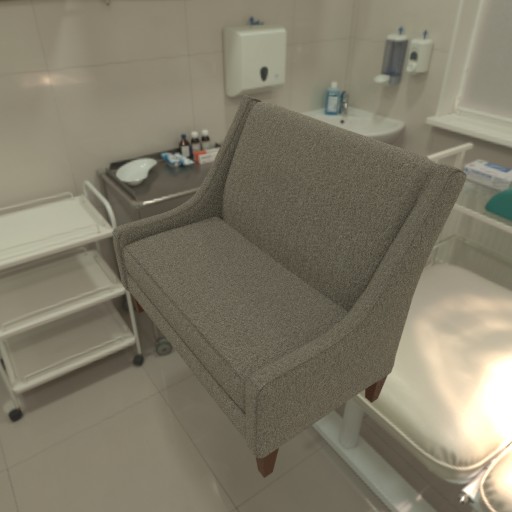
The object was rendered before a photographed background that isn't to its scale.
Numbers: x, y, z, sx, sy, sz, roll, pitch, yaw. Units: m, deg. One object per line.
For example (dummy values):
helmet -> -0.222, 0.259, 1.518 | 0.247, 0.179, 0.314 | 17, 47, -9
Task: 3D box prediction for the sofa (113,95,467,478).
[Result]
sofa -> 0.000, 0.000, 1.920 | 0.862, 1.026, 1.242 | -21, 39, -29
